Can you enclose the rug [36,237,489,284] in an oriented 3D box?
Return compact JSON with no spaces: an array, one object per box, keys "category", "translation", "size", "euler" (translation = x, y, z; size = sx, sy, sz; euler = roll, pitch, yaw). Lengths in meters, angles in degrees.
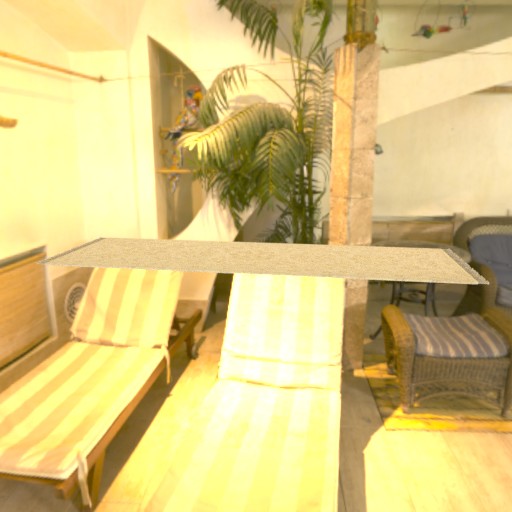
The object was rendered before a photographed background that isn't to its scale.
[{"category":"rug","translation":[0.000,0.000,2.840],"size":[2.544,0.015,0.795],"euler":[2,14,9]}]
